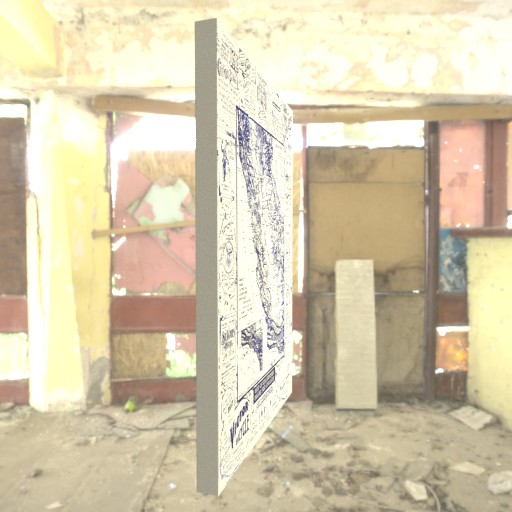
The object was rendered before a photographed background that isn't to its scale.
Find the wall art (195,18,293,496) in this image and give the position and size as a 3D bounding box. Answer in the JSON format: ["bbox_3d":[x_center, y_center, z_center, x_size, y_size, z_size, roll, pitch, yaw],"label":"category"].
[{"bbox_3d":[0.000,0.000,0.946,0.039,0.753,0.511,1,2,18],"label":"wall art"}]
